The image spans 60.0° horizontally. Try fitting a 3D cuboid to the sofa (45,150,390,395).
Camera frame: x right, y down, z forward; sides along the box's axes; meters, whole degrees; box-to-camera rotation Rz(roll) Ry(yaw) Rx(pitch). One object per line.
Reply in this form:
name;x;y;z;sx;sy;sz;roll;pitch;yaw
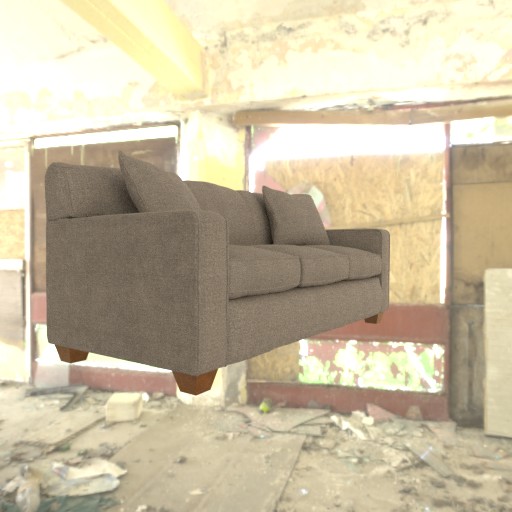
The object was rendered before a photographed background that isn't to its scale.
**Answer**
sofa;0.000;0.000;2.587;0.997;0.958;2.024;1;1;35
